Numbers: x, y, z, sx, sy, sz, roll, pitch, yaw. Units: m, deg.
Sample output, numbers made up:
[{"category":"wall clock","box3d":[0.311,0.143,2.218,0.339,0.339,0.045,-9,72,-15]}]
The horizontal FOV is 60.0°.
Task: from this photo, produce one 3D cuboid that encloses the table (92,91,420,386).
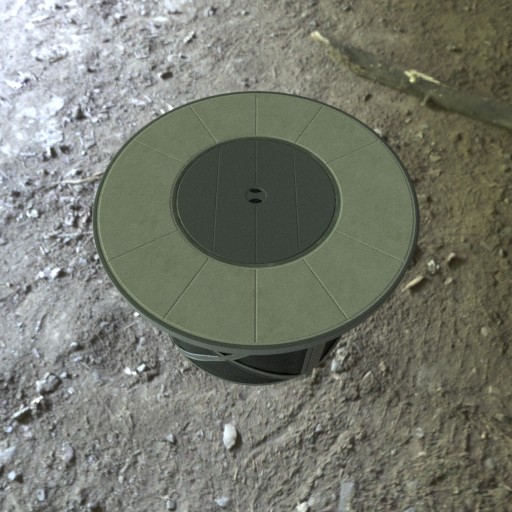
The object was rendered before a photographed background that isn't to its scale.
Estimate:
[{"category":"table","box3d":[0.000,0.000,1.536,0.914,0.650,0.914,0,58,0]}]
